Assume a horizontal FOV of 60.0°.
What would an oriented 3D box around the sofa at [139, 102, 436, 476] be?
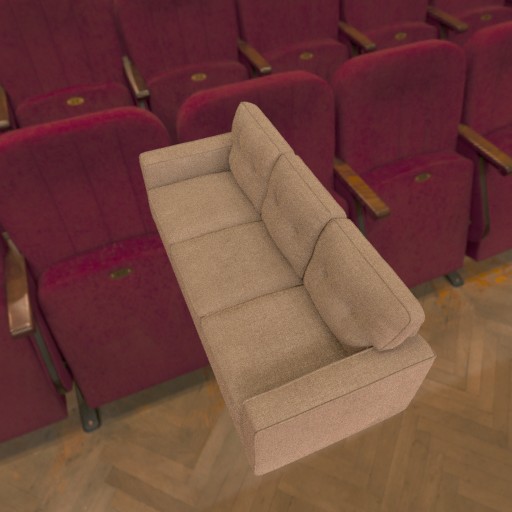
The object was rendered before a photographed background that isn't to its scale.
[{"bbox_3d":[0.000,0.000,2.690,0.939,0.965,2.133,-17,50,-15],"label":"sofa"}]
